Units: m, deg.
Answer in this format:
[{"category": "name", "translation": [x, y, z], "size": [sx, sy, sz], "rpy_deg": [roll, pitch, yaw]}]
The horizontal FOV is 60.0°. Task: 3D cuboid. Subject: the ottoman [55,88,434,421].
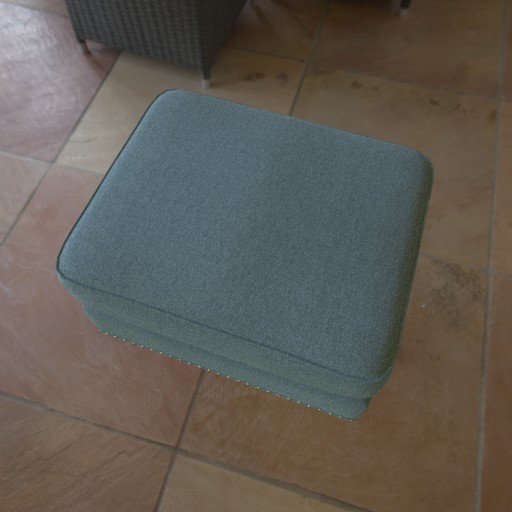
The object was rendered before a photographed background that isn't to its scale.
[{"category": "ottoman", "translation": [0.000, 0.000, 1.144], "size": [0.738, 0.537, 0.589], "rpy_deg": [17, 64, 9]}]
